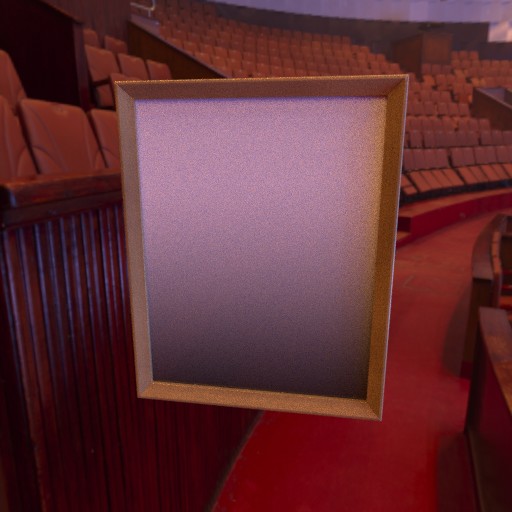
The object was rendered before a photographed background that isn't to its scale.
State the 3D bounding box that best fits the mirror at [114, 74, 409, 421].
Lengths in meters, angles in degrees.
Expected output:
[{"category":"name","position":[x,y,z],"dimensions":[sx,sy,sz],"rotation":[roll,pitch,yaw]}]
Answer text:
[{"category":"mirror","position":[0.000,0.000,0.684],"dimensions":[0.406,0.509,0.041],"rotation":[2,15,9]}]
